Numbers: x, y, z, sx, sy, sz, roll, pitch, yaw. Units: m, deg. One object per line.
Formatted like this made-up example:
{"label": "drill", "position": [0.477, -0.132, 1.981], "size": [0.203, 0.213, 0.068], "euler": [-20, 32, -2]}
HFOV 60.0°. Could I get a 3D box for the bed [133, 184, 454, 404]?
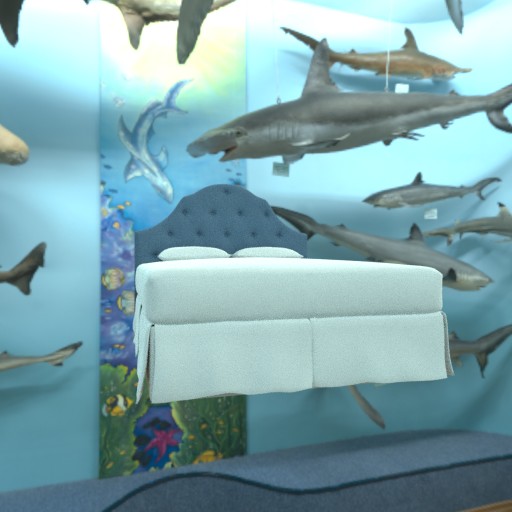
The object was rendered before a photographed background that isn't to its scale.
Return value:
{"label": "bed", "position": [0.000, 0.000, 3.789], "size": [2.039, 1.617, 2.477], "euler": [0, 0, -16]}
